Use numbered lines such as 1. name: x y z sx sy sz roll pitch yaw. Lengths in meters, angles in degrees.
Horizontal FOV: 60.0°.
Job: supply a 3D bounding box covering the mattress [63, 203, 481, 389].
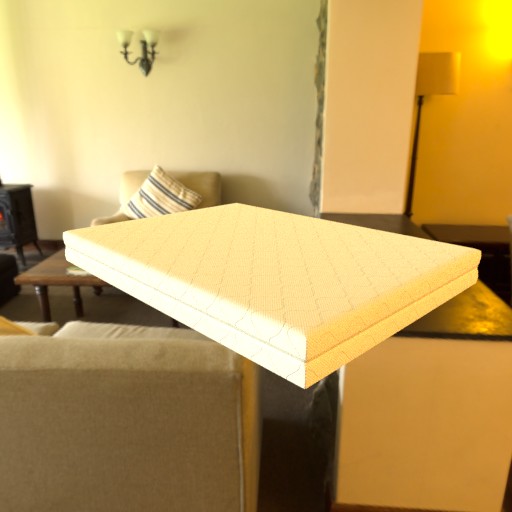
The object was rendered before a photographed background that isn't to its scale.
1. mattress: 0.000 0.000 2.491 1.400 0.200 1.900 -16 23 -42
